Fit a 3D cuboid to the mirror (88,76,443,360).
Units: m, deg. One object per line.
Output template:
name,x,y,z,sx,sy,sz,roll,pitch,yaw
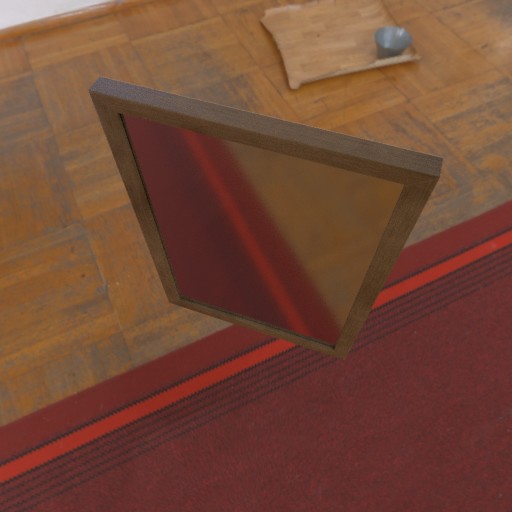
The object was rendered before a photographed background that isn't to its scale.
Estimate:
mirror,0.000,0.000,0.916,0.507,0.710,0.040,16,60,10
